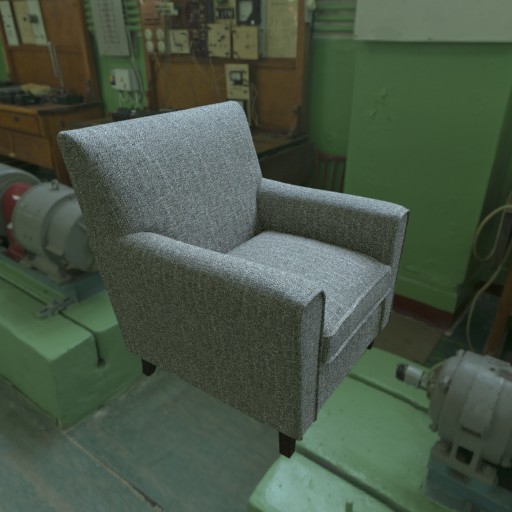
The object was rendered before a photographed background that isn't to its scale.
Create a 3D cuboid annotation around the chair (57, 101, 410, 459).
[{"bbox_3d":[0.000,0.000,1.616,0.873,0.928,0.864,18,32,31],"label":"chair"}]
